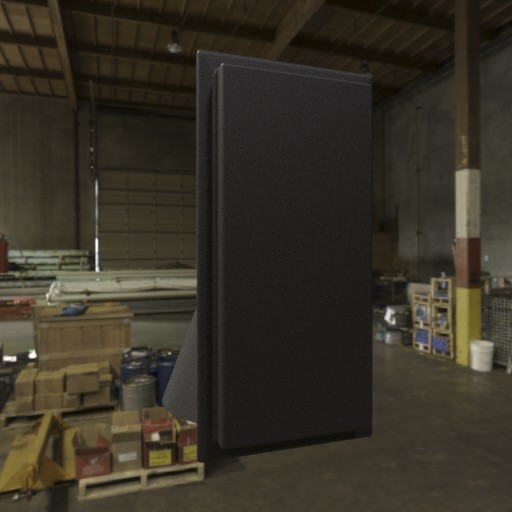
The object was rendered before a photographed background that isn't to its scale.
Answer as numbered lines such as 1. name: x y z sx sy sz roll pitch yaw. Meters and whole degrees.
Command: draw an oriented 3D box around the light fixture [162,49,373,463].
1. light fixture: 0.000 0.000 0.421 0.170 0.298 0.207 0 0 -19
